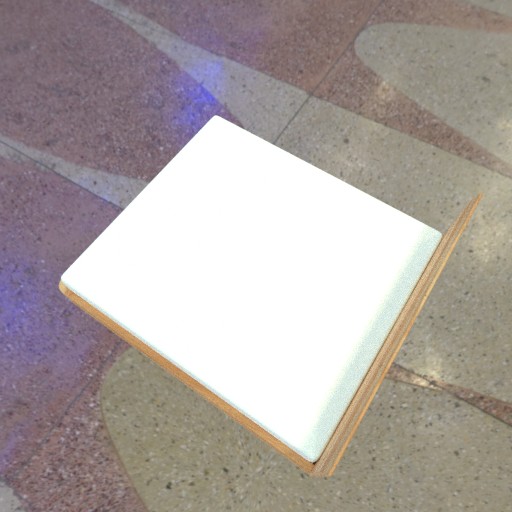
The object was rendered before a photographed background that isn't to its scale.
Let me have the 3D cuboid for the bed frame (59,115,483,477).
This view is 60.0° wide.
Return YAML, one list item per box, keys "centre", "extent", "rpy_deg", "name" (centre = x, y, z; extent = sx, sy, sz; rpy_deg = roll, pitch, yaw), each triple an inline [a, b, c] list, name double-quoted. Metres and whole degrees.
- centre: [0.000, 0.000, 3.049]
  extent: [2.092, 0.940, 1.872]
  rpy_deg: [31, 68, 14]
  name: "bed frame"
